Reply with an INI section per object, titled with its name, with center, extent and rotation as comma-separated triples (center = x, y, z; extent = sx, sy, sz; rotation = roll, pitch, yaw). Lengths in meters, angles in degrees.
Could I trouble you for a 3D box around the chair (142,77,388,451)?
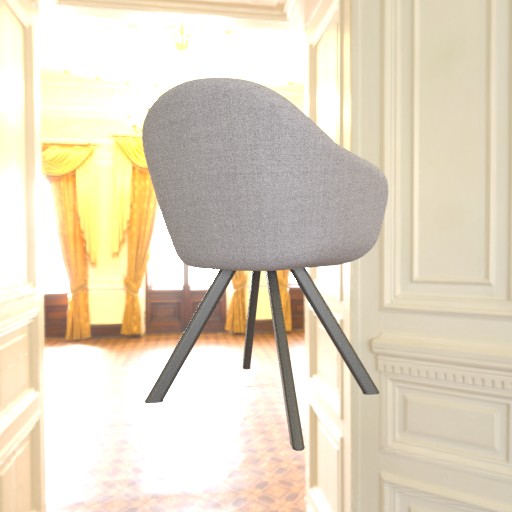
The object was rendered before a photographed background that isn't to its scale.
[chair]
center = 0.000, 0.000, 1.196
extent = 0.590, 0.795, 0.550
rotation = 1, 2, 36
